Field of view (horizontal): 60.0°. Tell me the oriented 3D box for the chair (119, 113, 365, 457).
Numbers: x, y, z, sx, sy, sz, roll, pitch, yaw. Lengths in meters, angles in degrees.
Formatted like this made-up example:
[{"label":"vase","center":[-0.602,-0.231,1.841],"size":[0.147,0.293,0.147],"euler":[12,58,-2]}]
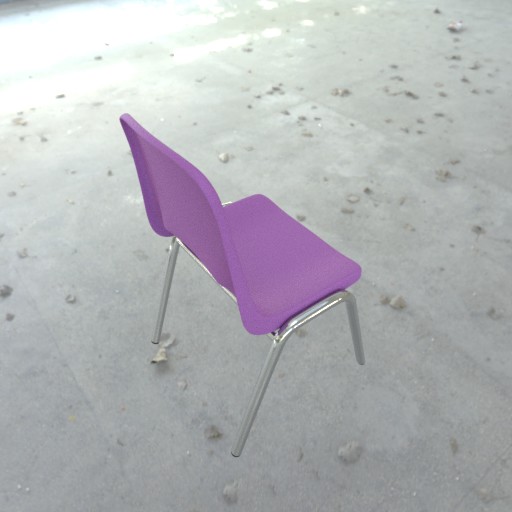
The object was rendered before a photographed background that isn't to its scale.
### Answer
[{"label":"chair","center":[0.000,0.000,0.687],"size":[0.301,0.493,0.291],"euler":[-27,48,-27]}]
